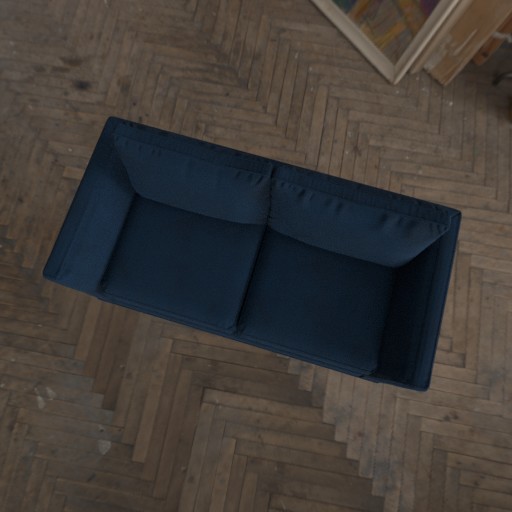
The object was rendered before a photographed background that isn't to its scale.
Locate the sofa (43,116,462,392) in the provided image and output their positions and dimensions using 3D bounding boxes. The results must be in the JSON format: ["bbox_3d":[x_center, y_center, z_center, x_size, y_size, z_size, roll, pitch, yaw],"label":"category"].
[{"bbox_3d":[0.000,0.000,2.259,1.770,1.002,0.853,16,77,4],"label":"sofa"}]
